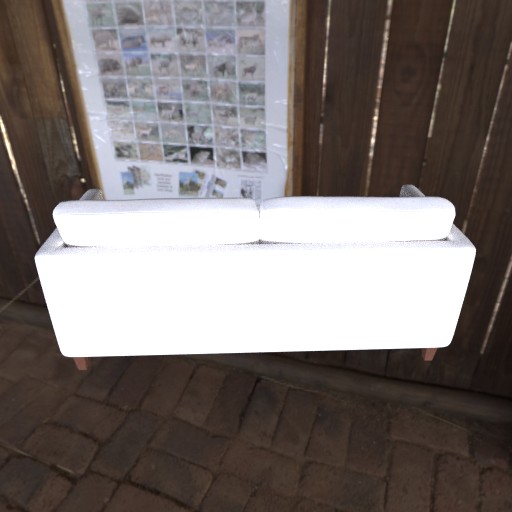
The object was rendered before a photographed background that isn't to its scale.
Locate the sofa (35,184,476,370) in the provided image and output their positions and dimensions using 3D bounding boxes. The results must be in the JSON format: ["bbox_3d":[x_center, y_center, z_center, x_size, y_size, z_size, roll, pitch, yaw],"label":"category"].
[{"bbox_3d":[0.000,0.000,2.619,2.139,0.933,0.924,-1,29,-2],"label":"sofa"}]
